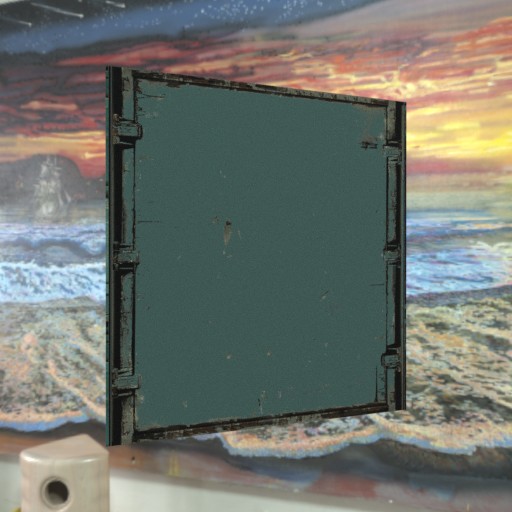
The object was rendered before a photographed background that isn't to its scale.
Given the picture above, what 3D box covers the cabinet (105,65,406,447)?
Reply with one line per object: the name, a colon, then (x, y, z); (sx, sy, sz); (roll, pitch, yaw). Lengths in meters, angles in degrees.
cabinet: (0.000, 0.000, 3.135); (2.000, 2.160, 0.680); (0, 0, -18)
